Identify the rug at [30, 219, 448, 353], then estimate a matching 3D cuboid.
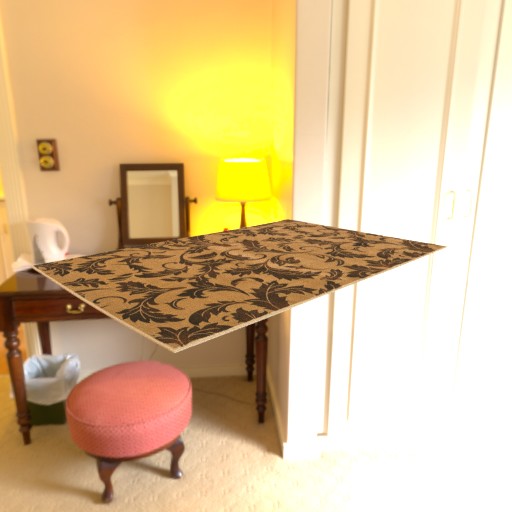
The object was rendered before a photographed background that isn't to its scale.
[{"bbox_3d":[0.000,0.000,2.850,2.284,0.008,1.522,-14,20,-42],"label":"rug"}]
